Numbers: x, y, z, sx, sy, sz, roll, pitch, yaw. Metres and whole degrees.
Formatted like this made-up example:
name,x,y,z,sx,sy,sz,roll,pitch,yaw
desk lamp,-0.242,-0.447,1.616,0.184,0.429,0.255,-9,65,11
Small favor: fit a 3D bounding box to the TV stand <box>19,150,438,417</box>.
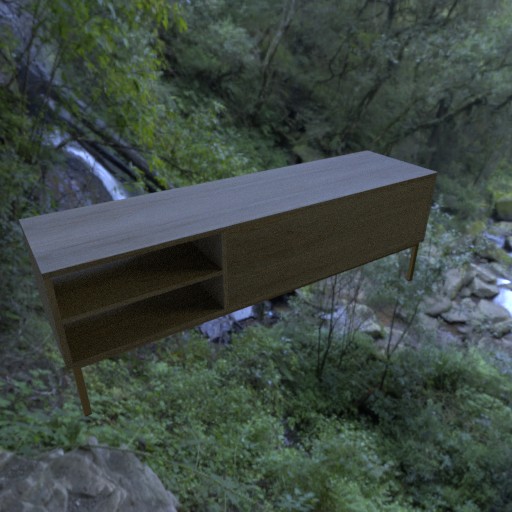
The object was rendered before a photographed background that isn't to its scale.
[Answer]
name,x,y,z,sx,sy,sz,roll,pitch,yaw
TV stand,0.000,0.000,1.825,1.600,0.550,0.420,-17,33,-28
